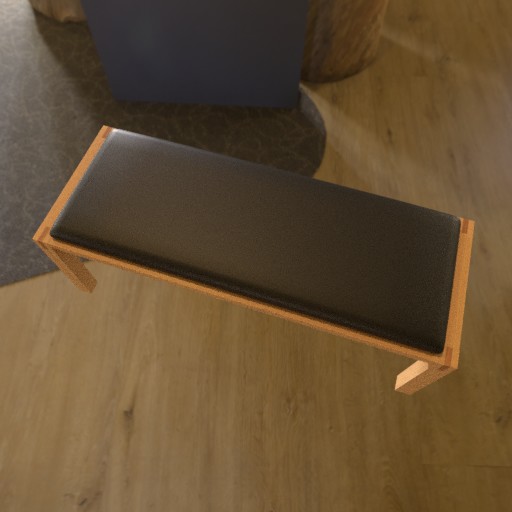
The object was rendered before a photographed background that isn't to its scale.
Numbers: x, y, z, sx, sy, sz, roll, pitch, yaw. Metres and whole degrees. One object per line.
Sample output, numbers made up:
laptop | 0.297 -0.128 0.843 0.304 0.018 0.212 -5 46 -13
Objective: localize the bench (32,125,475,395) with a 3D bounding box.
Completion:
bench | 0.000 0.000 1.429 1.202 0.430 0.450 16 64 8
